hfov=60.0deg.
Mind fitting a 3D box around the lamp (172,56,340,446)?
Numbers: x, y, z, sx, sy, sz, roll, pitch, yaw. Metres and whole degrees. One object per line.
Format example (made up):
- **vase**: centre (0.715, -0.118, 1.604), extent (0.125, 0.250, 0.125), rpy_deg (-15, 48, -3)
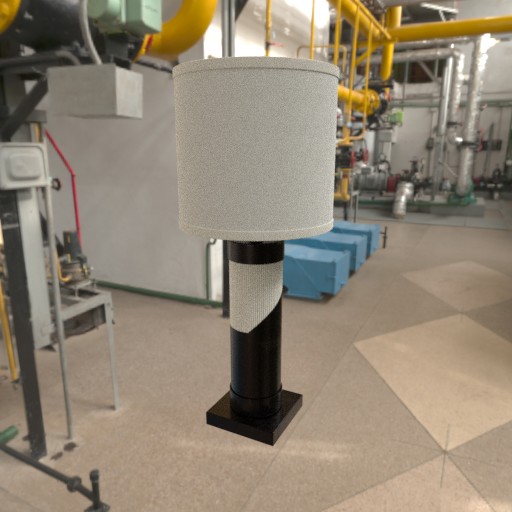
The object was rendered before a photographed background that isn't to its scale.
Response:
- **lamp**: centre (0.000, 0.000, 0.626), extent (0.211, 0.509, 0.211), rpy_deg (7, 16, 26)
